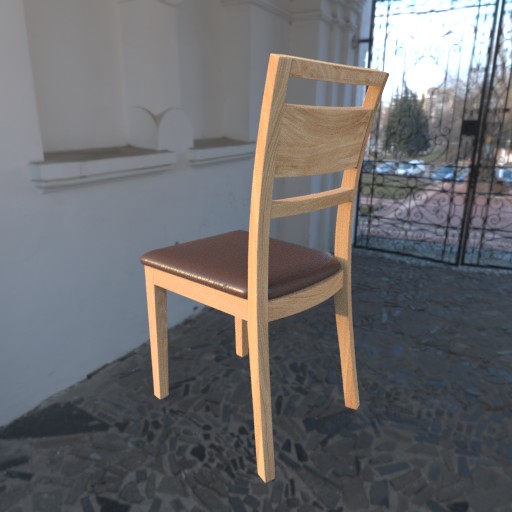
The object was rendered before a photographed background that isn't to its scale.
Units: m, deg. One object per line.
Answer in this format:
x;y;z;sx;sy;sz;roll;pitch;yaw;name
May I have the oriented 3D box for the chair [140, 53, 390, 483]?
0.000;0.000;1.214;0.545;0.940;0.420;16;23;41;chair
